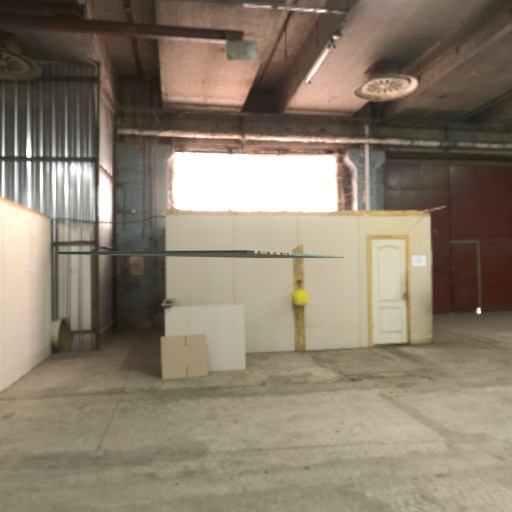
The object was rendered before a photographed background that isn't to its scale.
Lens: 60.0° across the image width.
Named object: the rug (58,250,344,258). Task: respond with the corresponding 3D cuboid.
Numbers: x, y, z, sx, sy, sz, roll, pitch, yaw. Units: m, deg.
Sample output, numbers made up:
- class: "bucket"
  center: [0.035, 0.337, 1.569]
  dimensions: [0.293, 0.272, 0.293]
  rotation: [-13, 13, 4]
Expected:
- class: "rug"
  center: [0.000, 0.000, 2.690]
  dimensions: [0.744, 0.010, 2.441]
  rotation: [0, -1, 18]
